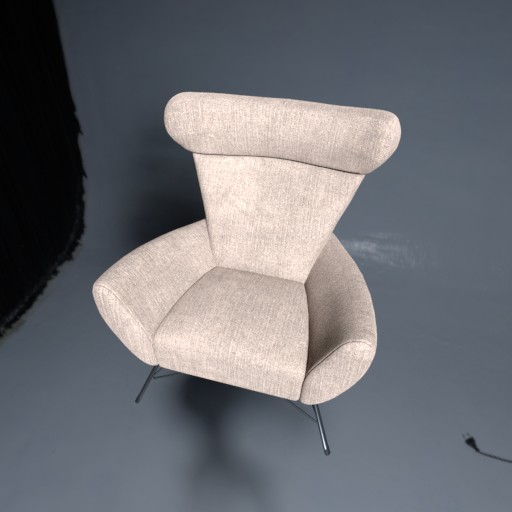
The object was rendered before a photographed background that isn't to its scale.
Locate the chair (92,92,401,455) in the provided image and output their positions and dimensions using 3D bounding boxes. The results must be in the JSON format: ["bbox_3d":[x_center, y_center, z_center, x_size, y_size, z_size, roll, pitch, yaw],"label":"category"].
[{"bbox_3d":[0.000,0.000,1.754,0.980,1.040,0.900,10,40,12],"label":"chair"}]
